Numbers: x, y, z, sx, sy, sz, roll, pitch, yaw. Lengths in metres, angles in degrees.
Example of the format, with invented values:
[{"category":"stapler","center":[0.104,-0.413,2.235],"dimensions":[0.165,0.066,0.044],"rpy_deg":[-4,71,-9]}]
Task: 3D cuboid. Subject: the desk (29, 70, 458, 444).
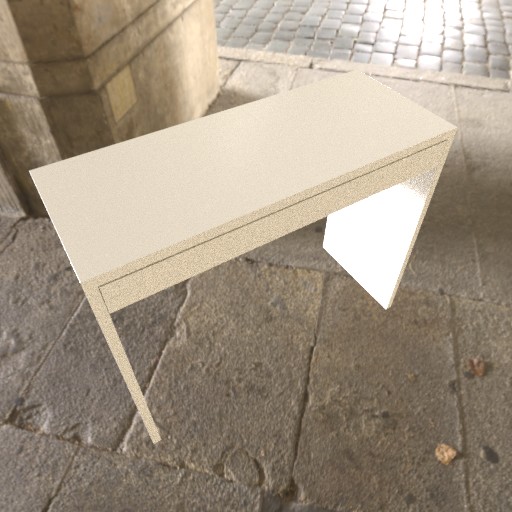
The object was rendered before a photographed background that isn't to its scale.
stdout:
[{"category":"desk","center":[0.000,0.000,1.389],"dimensions":[1.000,0.790,0.400],"rpy_deg":[-25,52,-21]}]
